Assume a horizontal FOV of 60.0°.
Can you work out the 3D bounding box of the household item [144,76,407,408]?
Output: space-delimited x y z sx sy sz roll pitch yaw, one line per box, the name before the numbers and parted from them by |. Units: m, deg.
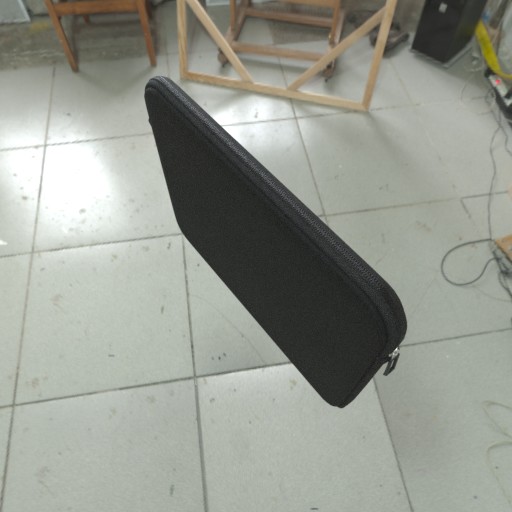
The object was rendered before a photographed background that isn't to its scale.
household item | 0.000 0.000 0.529 0.030 0.305 0.396 -34 65 -19
